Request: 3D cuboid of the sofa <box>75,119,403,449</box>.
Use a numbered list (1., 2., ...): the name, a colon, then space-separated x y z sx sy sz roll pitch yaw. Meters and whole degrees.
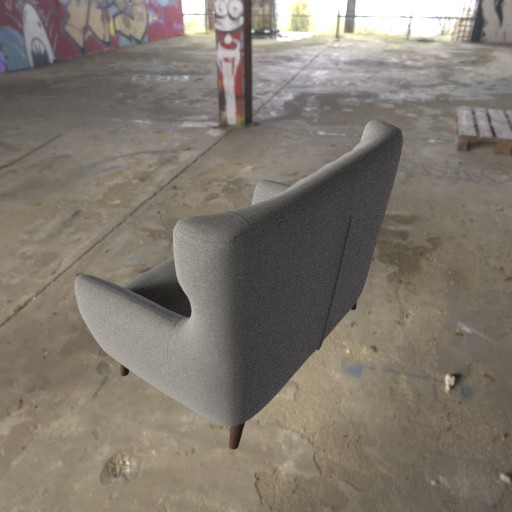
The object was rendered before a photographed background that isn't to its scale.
1. sofa: 0.000 0.000 2.012 0.884 1.028 1.386 21 37 30
